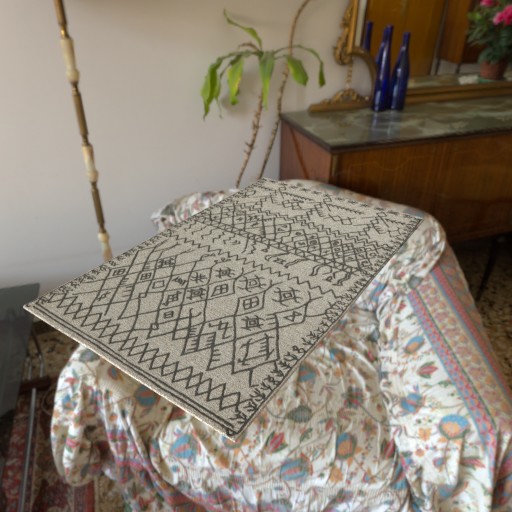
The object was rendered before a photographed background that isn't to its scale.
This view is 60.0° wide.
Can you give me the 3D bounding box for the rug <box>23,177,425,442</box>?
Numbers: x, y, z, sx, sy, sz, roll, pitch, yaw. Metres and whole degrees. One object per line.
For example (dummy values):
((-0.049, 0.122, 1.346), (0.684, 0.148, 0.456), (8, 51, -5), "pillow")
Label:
((0.000, 0.000, 4.696), (2.393, 0.019, 3.824), (20, 37, 29), "rug")
